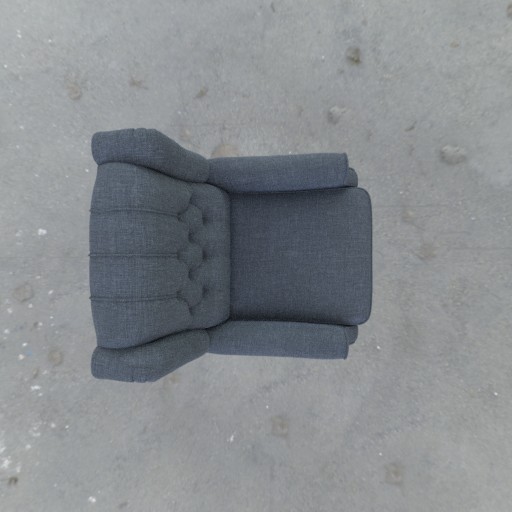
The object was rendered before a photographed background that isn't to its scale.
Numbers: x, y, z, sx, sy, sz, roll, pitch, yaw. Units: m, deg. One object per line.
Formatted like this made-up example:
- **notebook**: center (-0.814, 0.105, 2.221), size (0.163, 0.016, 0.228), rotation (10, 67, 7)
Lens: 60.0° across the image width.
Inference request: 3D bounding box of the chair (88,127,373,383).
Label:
- **chair**: center (0.000, 0.000, 1.633), size (0.898, 1.035, 0.742), rotation (0, 90, 0)
